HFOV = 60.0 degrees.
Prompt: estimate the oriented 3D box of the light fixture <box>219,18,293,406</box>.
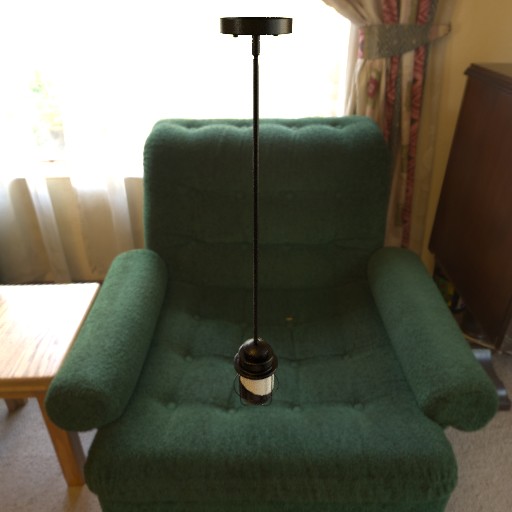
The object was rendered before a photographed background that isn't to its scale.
[{"bbox_3d":[0.000,0.000,0.971,0.123,0.920,0.123,-9,32,-15],"label":"light fixture"}]
